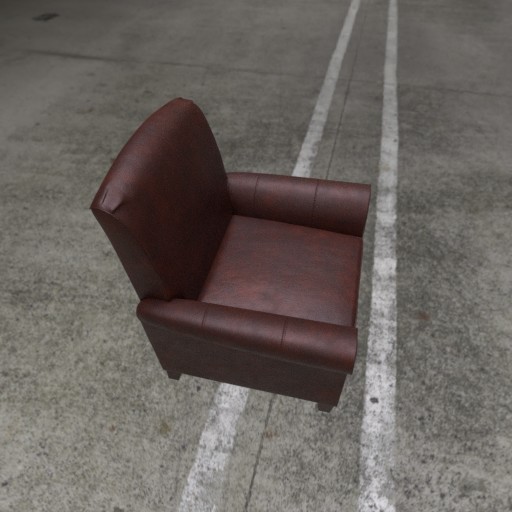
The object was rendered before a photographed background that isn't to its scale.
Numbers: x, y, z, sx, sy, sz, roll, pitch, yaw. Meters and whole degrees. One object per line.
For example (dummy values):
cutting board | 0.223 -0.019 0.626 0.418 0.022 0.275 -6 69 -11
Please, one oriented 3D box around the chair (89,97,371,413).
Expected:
chair | 0.000 0.000 1.858 0.902 1.061 0.978 10 46 9
